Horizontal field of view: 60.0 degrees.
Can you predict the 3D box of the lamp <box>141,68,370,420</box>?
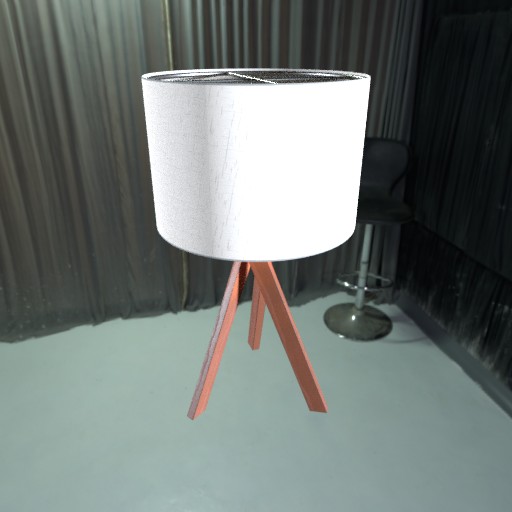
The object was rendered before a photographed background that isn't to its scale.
[{"bbox_3d":[0.000,0.000,0.903,0.380,0.686,0.380,-8,27,-17],"label":"lamp"}]
